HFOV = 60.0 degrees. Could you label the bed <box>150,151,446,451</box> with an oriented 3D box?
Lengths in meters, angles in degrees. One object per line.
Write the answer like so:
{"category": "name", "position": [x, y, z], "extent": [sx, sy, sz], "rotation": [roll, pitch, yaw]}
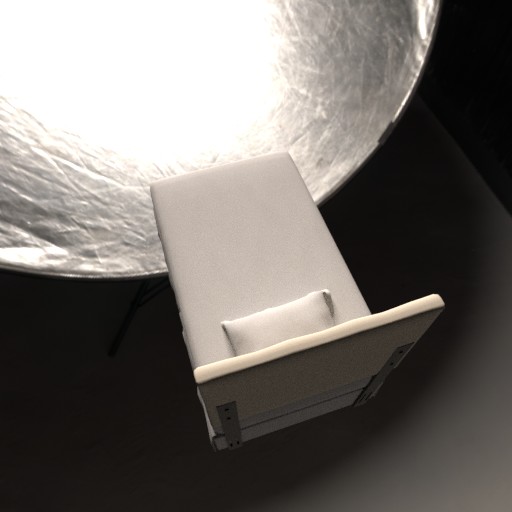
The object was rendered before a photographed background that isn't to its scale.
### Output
{"category": "bed", "position": [0.000, 0.000, 3.008], "extent": [1.261, 1.571, 1.997], "rotation": [-15, 59, -10]}
